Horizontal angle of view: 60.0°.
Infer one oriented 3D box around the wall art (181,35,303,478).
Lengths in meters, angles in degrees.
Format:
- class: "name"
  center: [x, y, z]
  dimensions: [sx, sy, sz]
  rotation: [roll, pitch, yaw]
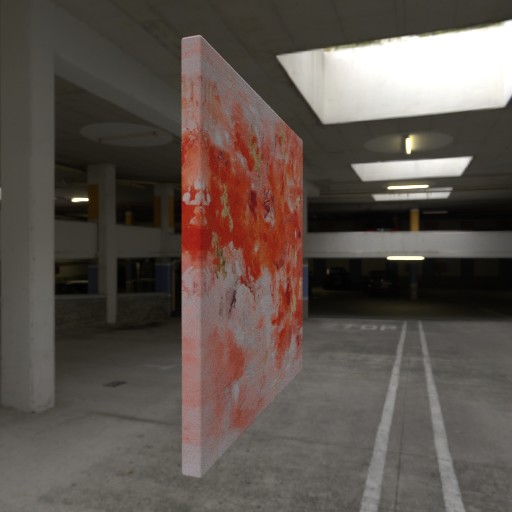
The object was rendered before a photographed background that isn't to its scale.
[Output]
- class: "wall art"
  center: [0.000, 0.000, 1.105]
  dimensions: [0.064, 0.746, 0.747]
  rotation: [0, 0, 19]
